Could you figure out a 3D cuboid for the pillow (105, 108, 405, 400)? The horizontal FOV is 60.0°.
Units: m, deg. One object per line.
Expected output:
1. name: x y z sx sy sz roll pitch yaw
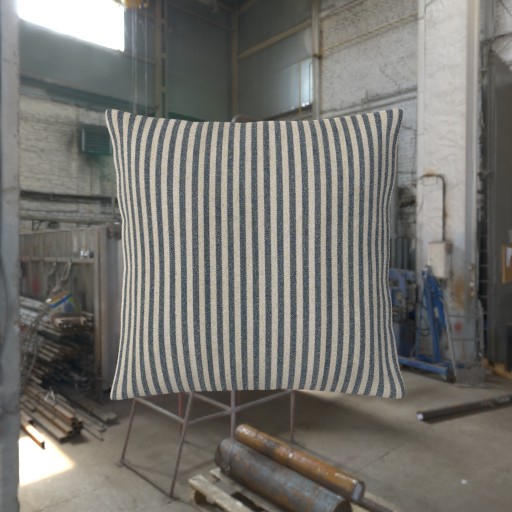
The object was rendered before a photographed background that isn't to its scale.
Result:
1. pillow: 0.000 0.000 0.776 0.523 0.510 0.166 0 1 1
